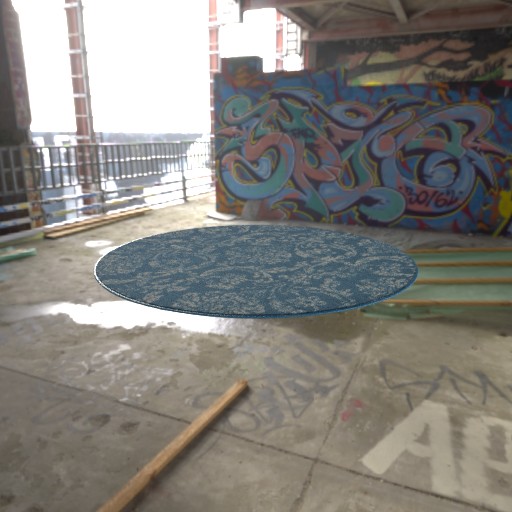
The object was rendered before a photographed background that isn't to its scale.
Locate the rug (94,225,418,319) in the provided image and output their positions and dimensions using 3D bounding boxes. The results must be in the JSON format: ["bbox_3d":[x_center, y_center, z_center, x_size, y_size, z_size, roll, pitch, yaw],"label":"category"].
[{"bbox_3d":[0.000,0.000,2.305,1.593,0.012,1.593,0,16,0],"label":"rug"}]
